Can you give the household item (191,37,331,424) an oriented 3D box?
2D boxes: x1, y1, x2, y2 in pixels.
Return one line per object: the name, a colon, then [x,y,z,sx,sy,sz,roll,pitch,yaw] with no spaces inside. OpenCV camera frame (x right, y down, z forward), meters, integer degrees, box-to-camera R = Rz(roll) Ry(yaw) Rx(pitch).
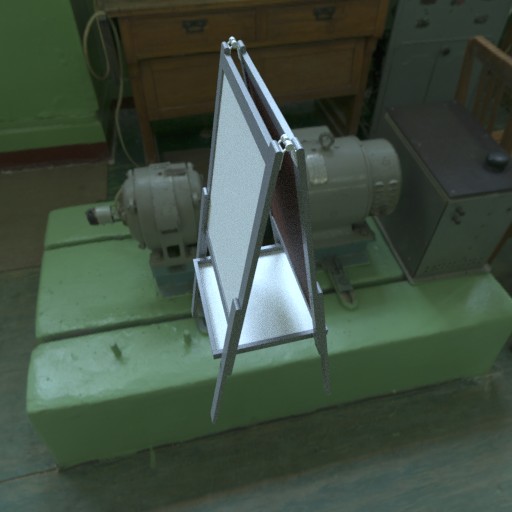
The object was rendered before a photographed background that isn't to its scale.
household item: [0.000,0.000,1.441,0.469,1.172,0.531,-10,48,-10]
